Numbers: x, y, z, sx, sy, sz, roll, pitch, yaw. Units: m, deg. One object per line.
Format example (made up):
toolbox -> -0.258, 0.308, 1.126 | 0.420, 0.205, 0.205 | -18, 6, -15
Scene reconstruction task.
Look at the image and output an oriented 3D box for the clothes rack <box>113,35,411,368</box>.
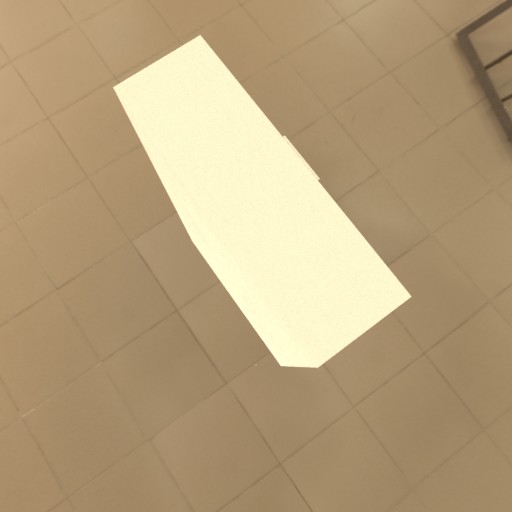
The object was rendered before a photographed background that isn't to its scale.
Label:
clothes rack -> 0.000, 0.000, 1.558 | 0.250, 1.280, 0.750 | -35, 79, -8
